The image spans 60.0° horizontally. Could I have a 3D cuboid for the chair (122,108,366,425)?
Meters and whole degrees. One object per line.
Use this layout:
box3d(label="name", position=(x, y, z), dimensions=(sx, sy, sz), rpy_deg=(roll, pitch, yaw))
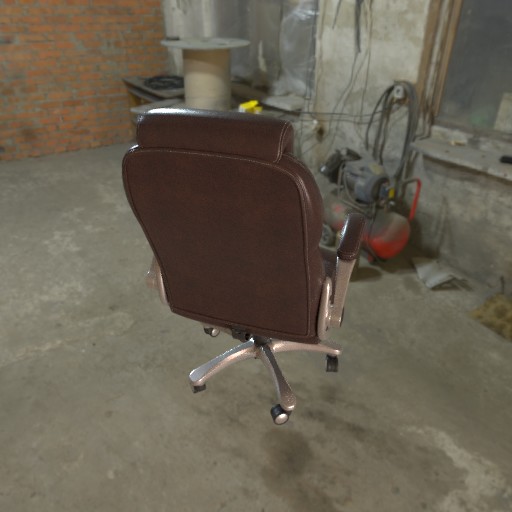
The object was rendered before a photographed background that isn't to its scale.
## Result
box3d(label="chair", position=(0.000, 0.000, 1.625), dimensions=(0.733, 1.160, 0.774), rpy_deg=(10, 32, 16))
